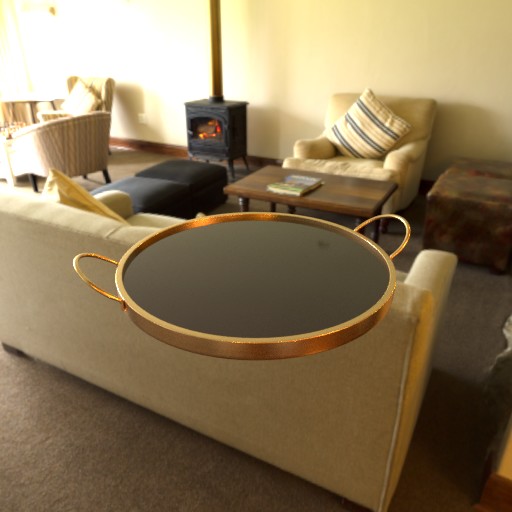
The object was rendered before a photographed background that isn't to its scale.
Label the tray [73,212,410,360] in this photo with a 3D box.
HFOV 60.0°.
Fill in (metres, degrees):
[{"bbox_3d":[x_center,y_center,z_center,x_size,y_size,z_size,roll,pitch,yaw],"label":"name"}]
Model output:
[{"bbox_3d":[0.000,0.000,0.716,0.543,0.069,0.438,-8,27,-16],"label":"tray"}]
